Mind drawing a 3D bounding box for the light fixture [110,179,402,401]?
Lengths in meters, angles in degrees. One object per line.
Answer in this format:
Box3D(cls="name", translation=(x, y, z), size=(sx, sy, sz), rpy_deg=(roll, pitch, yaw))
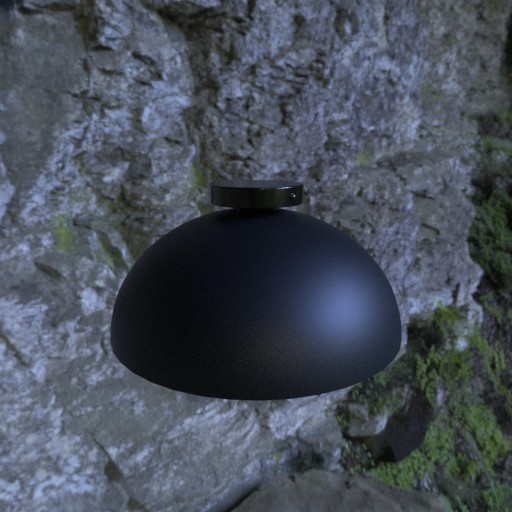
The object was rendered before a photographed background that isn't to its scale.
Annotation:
Box3D(cls="light fixture", translation=(0.000, 0.000, 0.545), size=(0.355, 0.177, 0.355), rpy_deg=(0, 14, 0))
